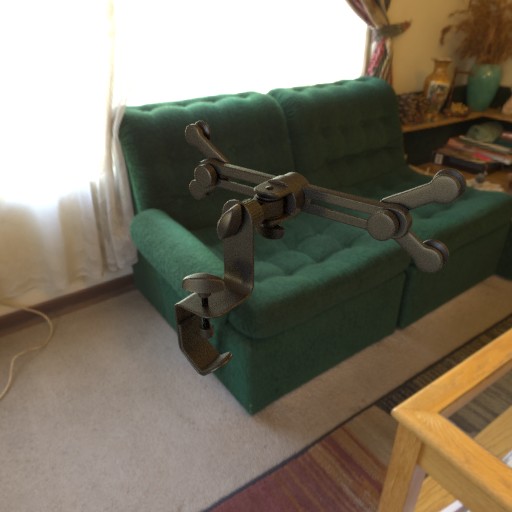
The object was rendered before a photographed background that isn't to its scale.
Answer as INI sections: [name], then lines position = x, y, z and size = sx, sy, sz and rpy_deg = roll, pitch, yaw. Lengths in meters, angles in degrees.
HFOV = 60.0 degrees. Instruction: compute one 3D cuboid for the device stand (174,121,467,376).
[device stand]
position = 0.000, 0.000, 0.374
size = 0.270, 0.166, 0.142
rpy_deg = 21, 35, 32
